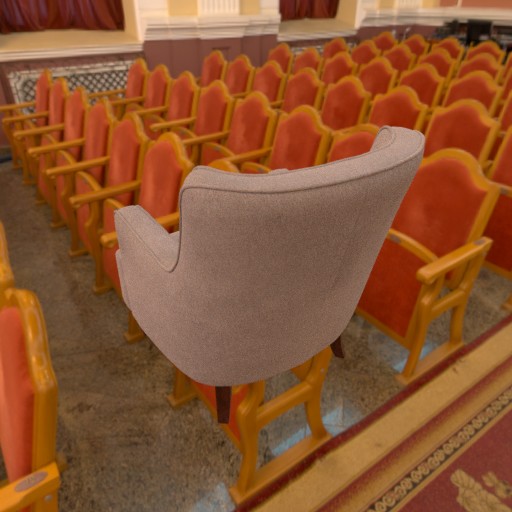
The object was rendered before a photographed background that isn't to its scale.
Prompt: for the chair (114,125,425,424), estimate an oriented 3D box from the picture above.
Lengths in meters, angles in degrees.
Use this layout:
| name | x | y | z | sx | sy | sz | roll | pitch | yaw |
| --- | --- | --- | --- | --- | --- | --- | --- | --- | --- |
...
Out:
| name | x | y | z | sx | sy | sz | roll | pitch | yaw |
| --- | --- | --- | --- | --- | --- | --- | --- | --- | --- |
| chair | 0.000 | 0.000 | 1.560 | 0.781 | 0.919 | 0.910 | -20 | 36 | -29 |
